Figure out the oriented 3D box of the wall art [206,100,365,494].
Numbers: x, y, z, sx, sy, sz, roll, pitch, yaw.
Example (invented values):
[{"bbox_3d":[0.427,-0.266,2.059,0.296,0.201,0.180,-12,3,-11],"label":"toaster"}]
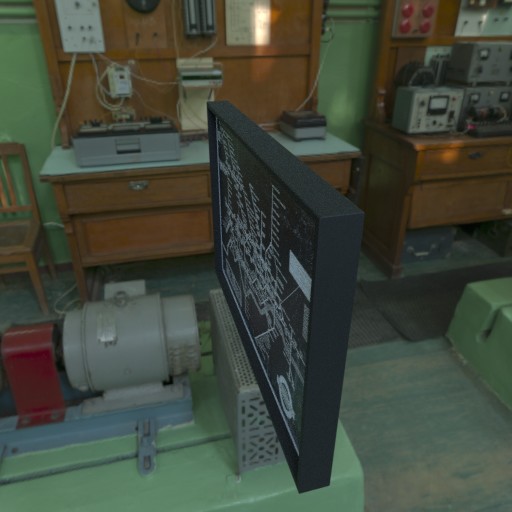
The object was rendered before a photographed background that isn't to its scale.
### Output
[{"bbox_3d":[0.000,0.000,0.847,0.051,0.456,0.671,-8,30,-13],"label":"wall art"}]
